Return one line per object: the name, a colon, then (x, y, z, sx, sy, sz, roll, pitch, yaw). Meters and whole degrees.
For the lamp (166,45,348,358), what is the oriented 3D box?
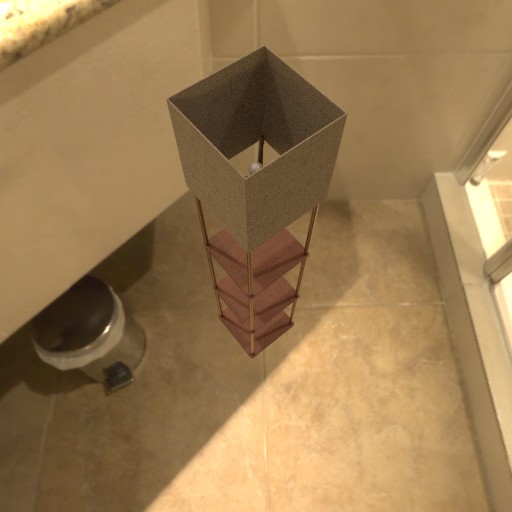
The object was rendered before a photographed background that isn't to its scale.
lamp: (0.000, 0.000, 1.754, 0.308, 1.569, 0.310, -36, 68, -17)
